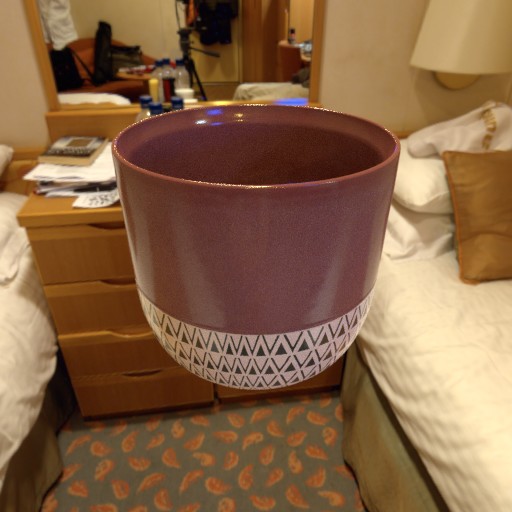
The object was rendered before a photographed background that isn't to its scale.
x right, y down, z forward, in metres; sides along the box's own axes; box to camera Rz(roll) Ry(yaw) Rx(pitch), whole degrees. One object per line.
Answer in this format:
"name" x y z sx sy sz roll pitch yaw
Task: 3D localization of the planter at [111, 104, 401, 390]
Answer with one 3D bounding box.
"planter" 0.000 0.000 0.490 0.266 0.270 0.266 0 31 0
